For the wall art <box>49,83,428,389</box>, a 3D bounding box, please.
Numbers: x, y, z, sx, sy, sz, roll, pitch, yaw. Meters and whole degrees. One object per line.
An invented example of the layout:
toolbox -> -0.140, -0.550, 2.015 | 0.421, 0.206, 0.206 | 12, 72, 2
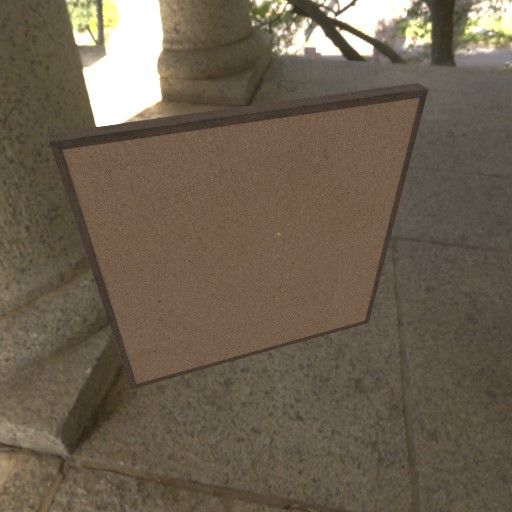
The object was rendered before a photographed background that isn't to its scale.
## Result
wall art -> 0.000, 0.000, 1.115 | 0.762, 0.762, 0.038 | -13, 43, -14
